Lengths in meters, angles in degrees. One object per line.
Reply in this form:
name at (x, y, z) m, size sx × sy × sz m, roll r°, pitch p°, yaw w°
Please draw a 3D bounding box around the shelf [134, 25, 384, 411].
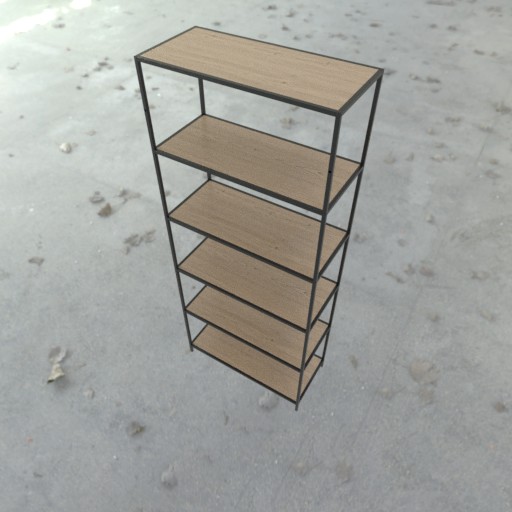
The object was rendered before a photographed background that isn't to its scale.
shelf at (0.000, 0.000, 2.142) m, size 0.770 × 1.850 × 0.350 m, roll 24°, pitch 50°, yaw 21°
